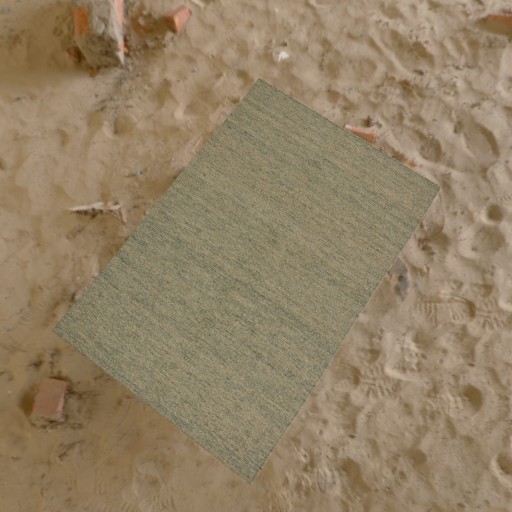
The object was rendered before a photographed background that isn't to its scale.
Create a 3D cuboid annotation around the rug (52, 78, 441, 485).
[{"bbox_3d":[0.000,0.000,2.930,1.547,0.013,2.283,34,77,9],"label":"rug"}]
